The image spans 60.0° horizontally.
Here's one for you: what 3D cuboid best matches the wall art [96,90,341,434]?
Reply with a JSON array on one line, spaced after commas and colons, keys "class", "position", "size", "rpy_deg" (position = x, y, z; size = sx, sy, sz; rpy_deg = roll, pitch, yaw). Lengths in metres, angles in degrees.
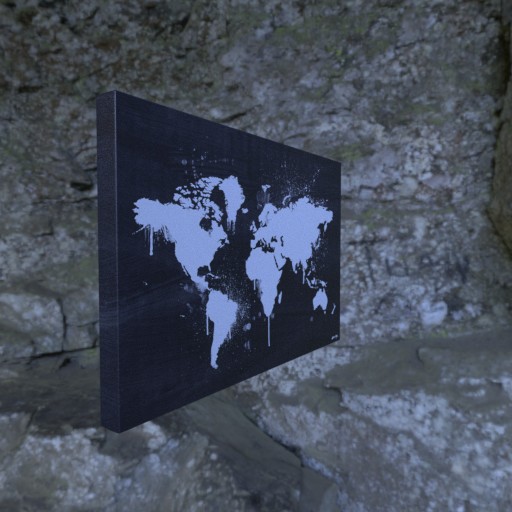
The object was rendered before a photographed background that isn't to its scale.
[{"class": "wall art", "position": [0.000, 0.000, 0.780], "size": [0.038, 0.409, 0.610], "rpy_deg": [2, 3, 36]}]
